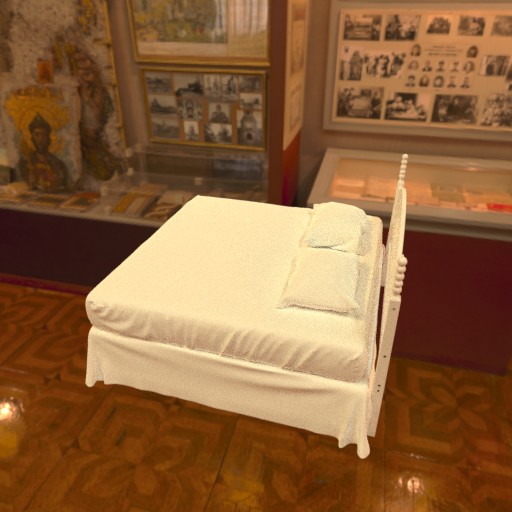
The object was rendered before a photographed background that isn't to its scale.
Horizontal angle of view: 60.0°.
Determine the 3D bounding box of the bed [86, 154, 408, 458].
[{"bbox_3d":[0.000,0.000,3.657,2.219,1.355,2.322,9,31,14],"label":"bed"}]
